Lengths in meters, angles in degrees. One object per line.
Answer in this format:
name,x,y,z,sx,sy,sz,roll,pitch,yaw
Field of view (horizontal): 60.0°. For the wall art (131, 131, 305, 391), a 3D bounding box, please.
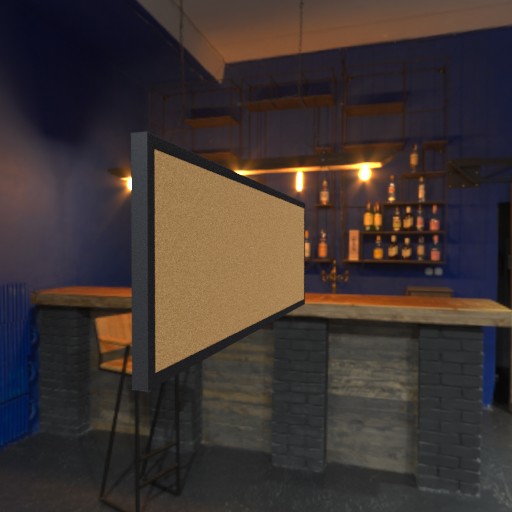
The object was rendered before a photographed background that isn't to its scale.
wall art,0.000,0.000,1.696,0.041,0.554,1.572,0,1,19
